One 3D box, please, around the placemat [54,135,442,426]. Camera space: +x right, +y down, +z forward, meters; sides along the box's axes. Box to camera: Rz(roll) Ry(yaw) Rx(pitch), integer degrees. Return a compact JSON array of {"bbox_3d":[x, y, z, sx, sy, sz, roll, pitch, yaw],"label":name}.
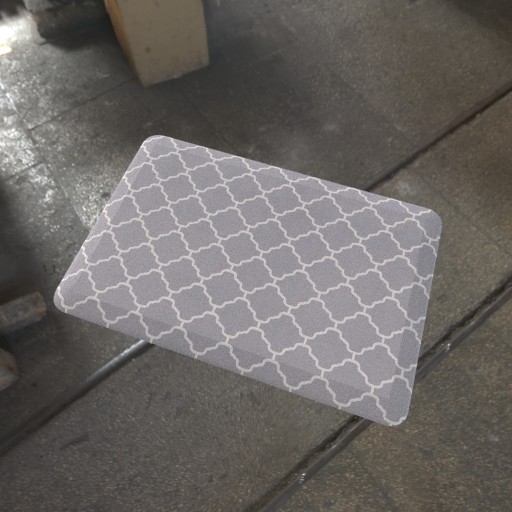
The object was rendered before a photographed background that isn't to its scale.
[{"bbox_3d":[0.000,0.000,0.984,0.762,0.021,0.508,17,65,8],"label":"placemat"}]
